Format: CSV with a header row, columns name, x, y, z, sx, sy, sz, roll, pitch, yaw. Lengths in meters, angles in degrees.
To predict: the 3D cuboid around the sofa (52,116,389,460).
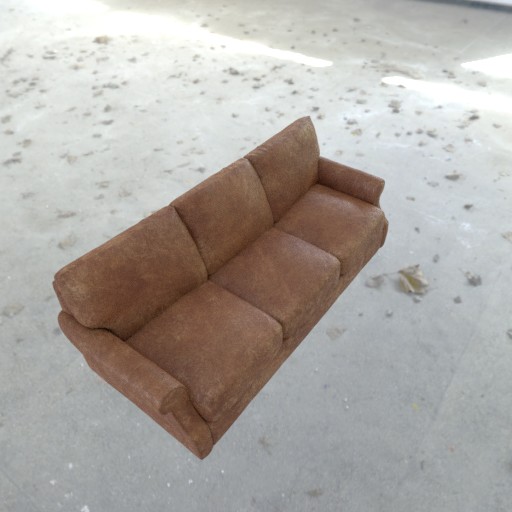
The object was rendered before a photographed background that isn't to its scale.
name,x,y,z,sx,sy,sz,roll,pitch,yaw
sofa,0.000,0.000,2.861,0.973,0.977,2.351,26,48,27
